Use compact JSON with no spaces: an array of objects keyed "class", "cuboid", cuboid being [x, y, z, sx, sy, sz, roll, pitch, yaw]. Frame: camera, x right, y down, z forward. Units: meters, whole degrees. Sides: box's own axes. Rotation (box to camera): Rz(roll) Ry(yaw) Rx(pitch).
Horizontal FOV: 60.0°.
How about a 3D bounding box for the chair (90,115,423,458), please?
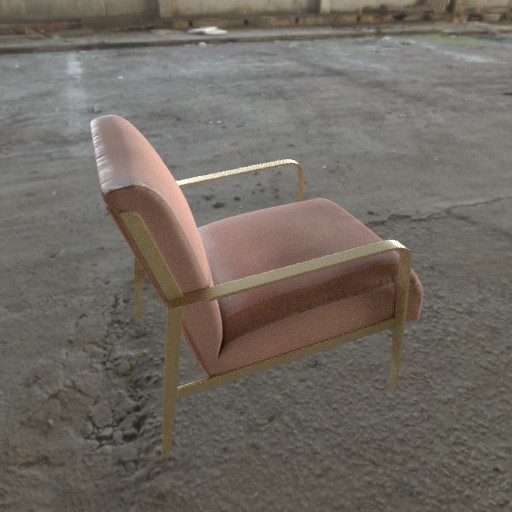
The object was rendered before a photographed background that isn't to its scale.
[{"class":"chair","cuboid":[0.000,0.000,1.416,0.848,0.823,0.701,-11,33,-17]}]
